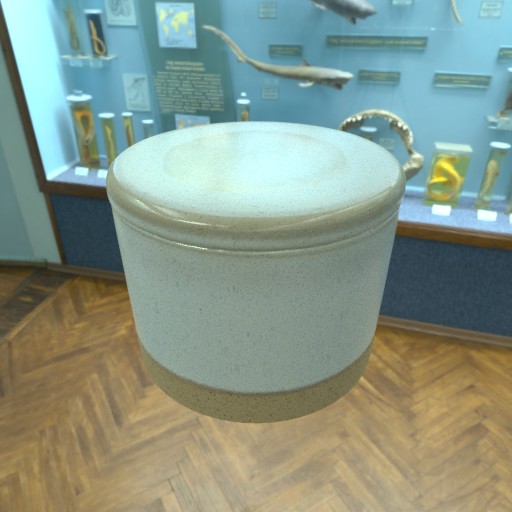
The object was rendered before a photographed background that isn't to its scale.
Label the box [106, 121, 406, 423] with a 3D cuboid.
[{"bbox_3d":[0.000,0.000,0.265,0.154,0.123,0.154,0,31,0],"label":"box"}]
